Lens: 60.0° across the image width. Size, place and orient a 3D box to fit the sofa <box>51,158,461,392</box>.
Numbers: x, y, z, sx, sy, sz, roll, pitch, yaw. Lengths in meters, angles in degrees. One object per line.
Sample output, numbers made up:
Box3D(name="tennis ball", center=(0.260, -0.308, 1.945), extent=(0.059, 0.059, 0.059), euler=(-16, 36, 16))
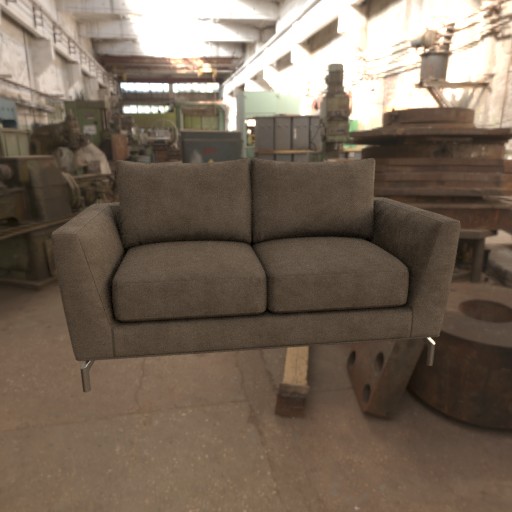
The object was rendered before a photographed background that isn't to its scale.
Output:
Box3D(name="sofa", center=(0.000, 0.000, 2.394), extent=(1.832, 1.013, 0.855), euler=(-2, 15, -8))
